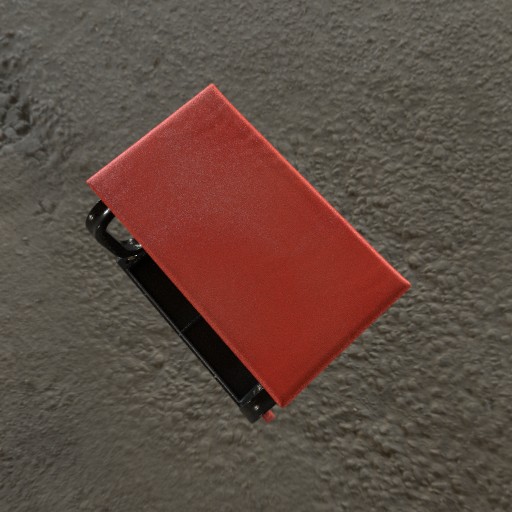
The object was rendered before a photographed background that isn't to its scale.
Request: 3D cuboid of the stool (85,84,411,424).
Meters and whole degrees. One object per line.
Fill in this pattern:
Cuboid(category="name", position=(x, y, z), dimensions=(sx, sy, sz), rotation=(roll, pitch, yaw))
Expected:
Cuboid(category="stool", position=(0.000, 0.000, 0.727), dimensions=(0.371, 0.380, 0.446), rotation=(-41, 80, -9))
